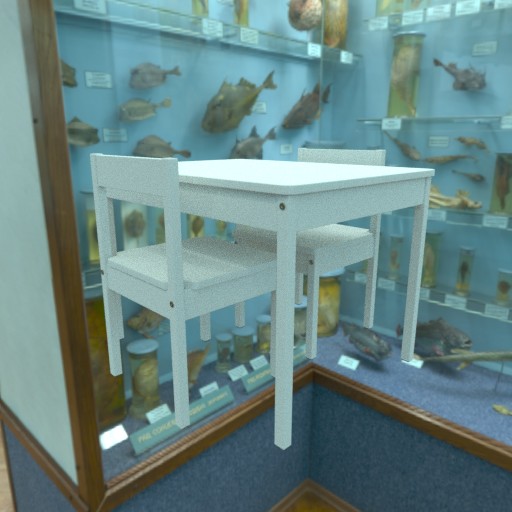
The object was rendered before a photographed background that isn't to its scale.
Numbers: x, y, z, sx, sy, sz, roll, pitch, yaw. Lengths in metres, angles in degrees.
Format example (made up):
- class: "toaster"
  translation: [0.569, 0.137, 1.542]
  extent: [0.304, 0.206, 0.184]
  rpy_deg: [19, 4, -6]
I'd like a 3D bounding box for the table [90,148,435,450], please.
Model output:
- class: "table"
  translation: [0.000, 0.000, 1.096]
  extent: [0.672, 0.503, 0.650]
  rpy_deg: [-14, 21, -42]
